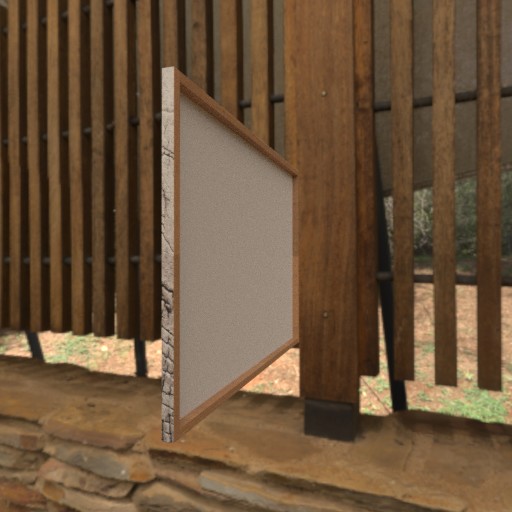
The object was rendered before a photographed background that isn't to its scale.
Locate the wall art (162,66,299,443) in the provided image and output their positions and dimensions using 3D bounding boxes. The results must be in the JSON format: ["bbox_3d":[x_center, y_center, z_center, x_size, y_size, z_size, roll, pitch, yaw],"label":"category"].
[{"bbox_3d":[0.000,0.000,1.150,0.023,0.607,0.914,0,0,18],"label":"wall art"}]
